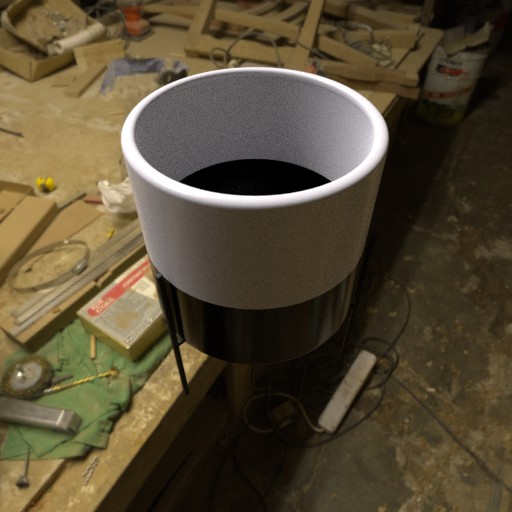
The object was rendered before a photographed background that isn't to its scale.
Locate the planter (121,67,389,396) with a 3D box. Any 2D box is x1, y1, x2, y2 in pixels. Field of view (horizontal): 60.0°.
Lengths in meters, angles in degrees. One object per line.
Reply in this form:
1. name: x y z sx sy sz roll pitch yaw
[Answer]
1. planter: 0.000 0.000 0.654 0.310 0.432 0.310 23 50 21
